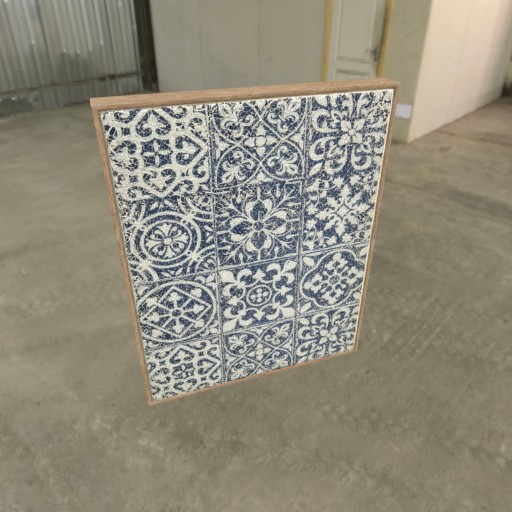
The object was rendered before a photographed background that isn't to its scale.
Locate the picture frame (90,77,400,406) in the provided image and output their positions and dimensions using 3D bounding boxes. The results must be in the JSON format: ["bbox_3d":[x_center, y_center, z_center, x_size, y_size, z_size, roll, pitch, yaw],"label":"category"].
[{"bbox_3d":[0.000,0.000,0.735,0.424,0.526,0.043,-10,33,-16],"label":"picture frame"}]
